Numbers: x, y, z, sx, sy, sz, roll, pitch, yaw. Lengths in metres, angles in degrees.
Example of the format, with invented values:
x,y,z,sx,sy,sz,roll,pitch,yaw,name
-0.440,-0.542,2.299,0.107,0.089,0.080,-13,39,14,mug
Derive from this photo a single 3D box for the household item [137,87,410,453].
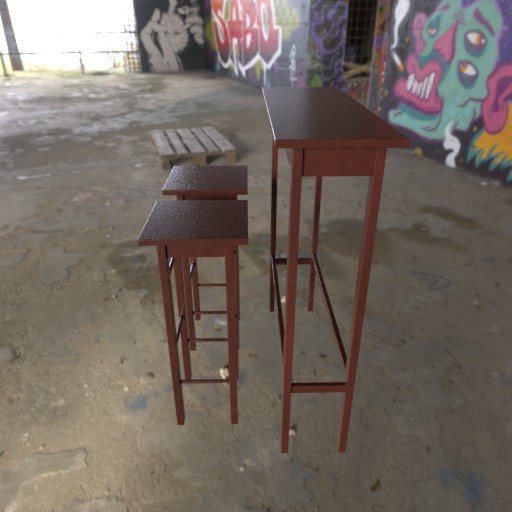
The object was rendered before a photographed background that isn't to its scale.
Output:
x,y,z,sx,sy,sz,roll,pitch,yaw,name
0.000,0.000,1.641,0.676,1.067,0.914,-1,28,-1,household item
